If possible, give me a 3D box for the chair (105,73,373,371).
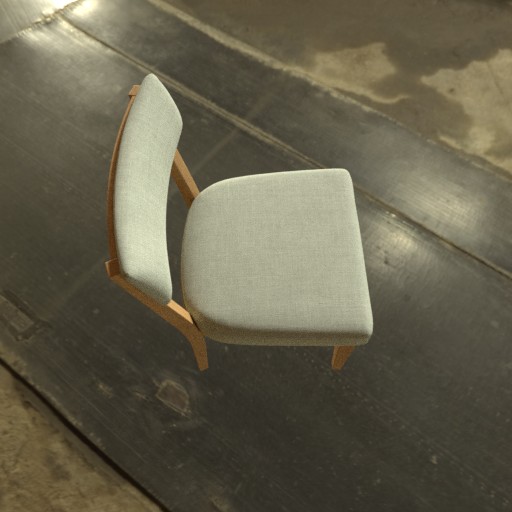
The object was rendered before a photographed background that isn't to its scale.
[{"bbox_3d":[0.000,0.000,1.213,0.572,0.832,0.508,-1,64,-1],"label":"chair"}]
